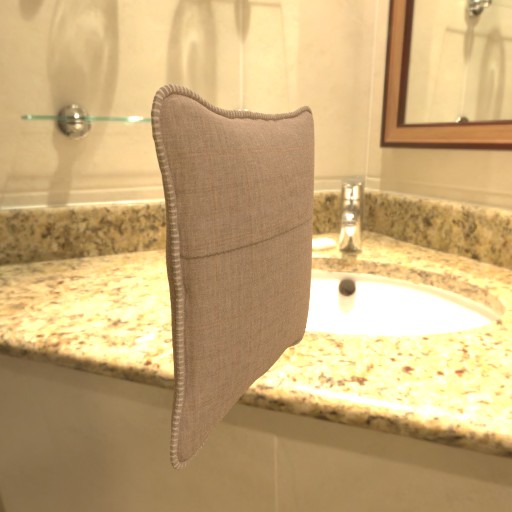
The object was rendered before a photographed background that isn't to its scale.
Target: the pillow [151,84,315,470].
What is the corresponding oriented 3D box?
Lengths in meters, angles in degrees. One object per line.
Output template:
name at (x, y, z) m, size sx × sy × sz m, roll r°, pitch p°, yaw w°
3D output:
pillow at (0.000, 0.000, 0.730) m, size 0.124 × 0.494 × 0.485 m, roll 8°, pitch 17°, yaw 26°
